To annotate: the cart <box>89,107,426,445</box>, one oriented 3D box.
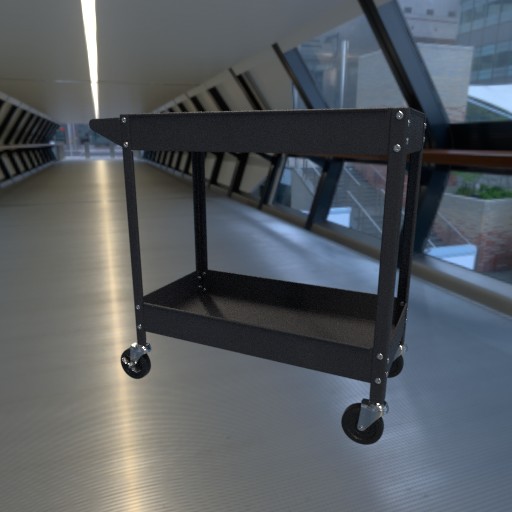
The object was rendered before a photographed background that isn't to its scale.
[{"bbox_3d":[0.000,0.000,1.182,0.779,0.719,0.366,7,17,24],"label":"cart"}]
